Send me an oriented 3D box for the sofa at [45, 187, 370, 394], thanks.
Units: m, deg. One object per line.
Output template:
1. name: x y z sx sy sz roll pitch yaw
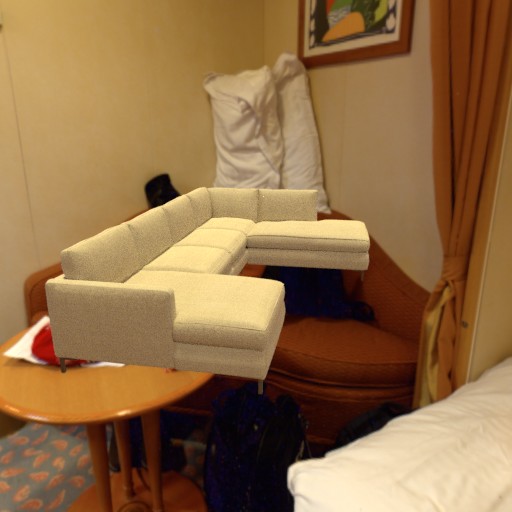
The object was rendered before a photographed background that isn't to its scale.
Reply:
1. sofa: 0.000 0.000 3.578 1.879 0.756 2.737 3 17 10
